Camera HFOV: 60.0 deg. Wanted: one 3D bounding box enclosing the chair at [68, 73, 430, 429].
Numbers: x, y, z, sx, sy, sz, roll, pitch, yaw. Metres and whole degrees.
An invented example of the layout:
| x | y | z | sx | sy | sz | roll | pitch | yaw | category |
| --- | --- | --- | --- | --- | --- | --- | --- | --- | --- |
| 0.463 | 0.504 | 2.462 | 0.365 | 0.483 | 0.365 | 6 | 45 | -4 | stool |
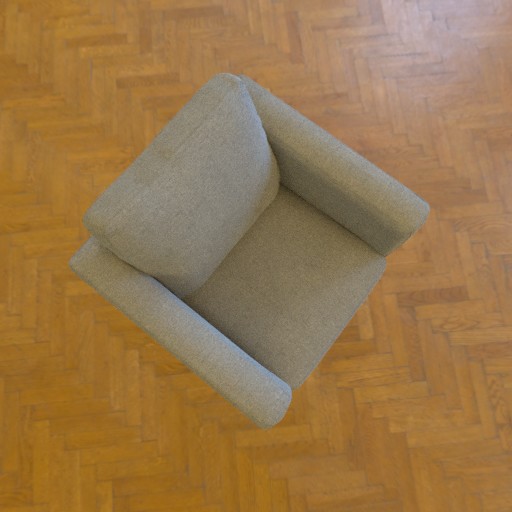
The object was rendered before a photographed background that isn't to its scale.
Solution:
| x | y | z | sx | sy | sz | roll | pitch | yaw | category |
| --- | --- | --- | --- | --- | --- | --- | --- | --- | --- |
| 0.000 | 0.000 | 1.569 | 0.800 | 0.927 | 0.855 | 37 | 79 | 9 | chair |
